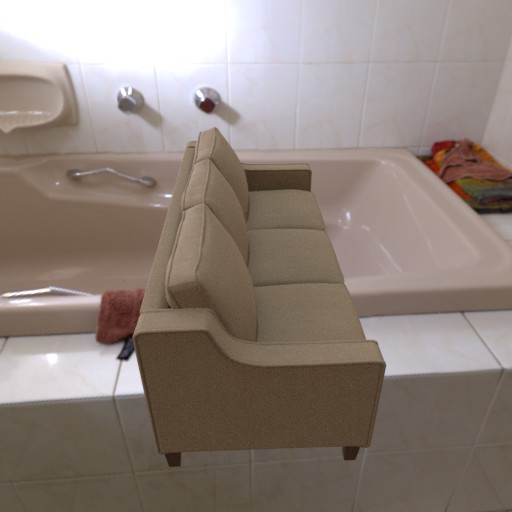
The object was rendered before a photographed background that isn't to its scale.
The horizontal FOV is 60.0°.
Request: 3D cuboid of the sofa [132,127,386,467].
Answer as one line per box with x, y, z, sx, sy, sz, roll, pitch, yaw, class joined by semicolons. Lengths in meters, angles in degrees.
0.000;0.000;2.506;0.911;0.974;1.986;-1;33;-2;sofa
